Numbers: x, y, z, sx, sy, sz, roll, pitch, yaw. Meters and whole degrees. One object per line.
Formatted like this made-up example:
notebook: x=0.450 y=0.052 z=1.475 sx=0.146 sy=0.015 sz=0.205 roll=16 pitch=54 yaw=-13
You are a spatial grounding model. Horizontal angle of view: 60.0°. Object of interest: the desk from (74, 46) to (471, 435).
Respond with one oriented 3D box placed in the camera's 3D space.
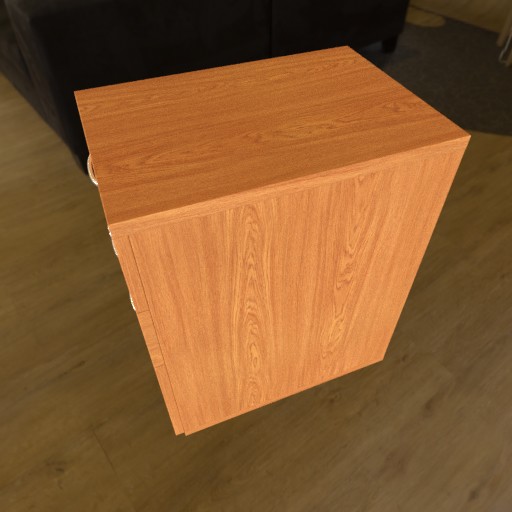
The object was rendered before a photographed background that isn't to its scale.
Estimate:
desk: x=0.000 y=0.000 z=1.044 sx=0.600 sy=0.730 sz=0.404 roll=-16 pitch=48 yaw=-15
